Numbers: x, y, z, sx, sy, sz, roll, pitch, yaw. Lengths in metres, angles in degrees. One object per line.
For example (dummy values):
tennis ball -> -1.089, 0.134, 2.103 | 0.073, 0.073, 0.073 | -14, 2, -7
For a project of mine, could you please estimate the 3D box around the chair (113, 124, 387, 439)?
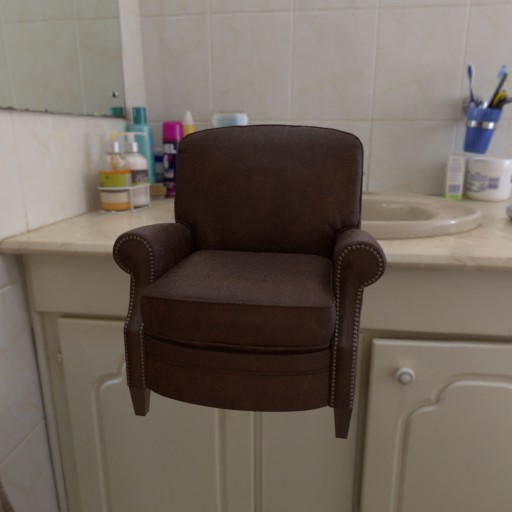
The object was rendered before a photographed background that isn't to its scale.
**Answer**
chair -> 0.000, 0.000, 1.750 | 0.936, 1.018, 0.986 | 3, 15, 10
